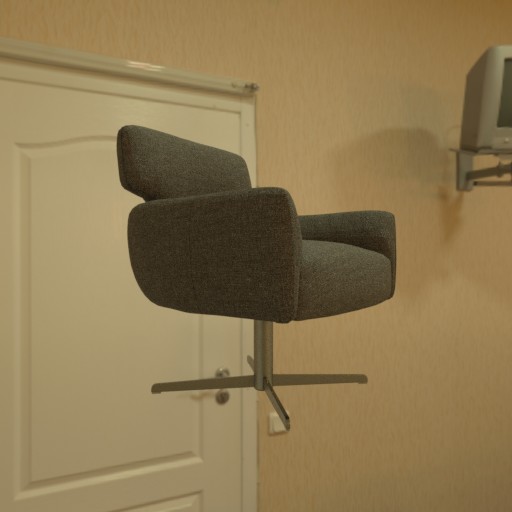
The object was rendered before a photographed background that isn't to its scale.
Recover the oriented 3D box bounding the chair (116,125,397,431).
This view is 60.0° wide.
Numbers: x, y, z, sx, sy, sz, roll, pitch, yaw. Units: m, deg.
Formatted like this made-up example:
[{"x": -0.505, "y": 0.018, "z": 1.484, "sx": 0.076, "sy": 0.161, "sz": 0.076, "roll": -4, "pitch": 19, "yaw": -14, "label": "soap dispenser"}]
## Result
[{"x": 0.000, "y": 0.000, "z": 1.375, "sx": 0.715, "sy": 0.812, "sz": 0.706, "roll": 0, "pitch": 0, "yaw": 36, "label": "chair"}]
